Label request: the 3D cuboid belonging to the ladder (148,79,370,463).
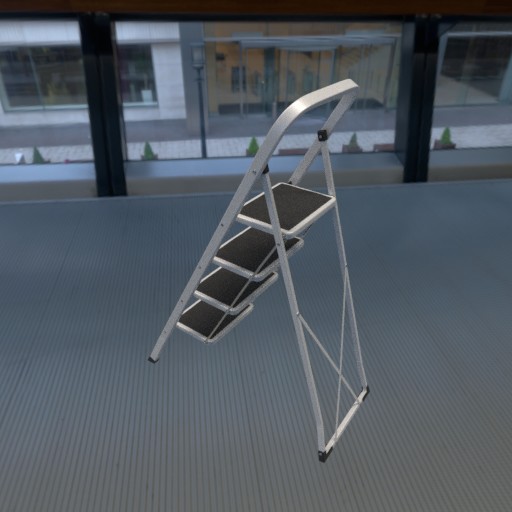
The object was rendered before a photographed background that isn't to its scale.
[{"bbox_3d":[0.000,0.000,1.648,0.914,1.265,0.460,22,39,29],"label":"ladder"}]
